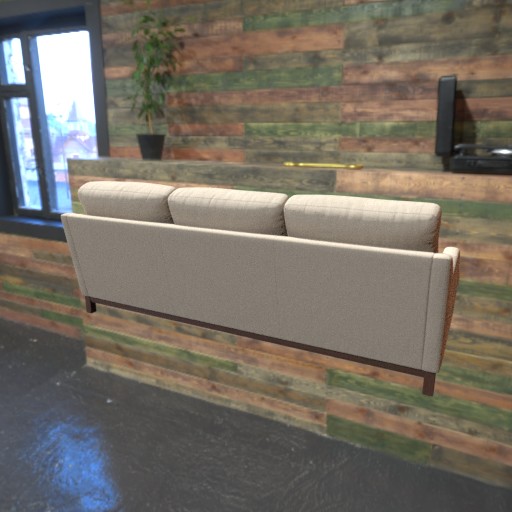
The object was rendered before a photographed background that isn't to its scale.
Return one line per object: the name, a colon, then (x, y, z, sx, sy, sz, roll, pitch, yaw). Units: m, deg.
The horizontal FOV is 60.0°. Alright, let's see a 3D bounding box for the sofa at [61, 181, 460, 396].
sofa: (0.000, 0.000, 2.795, 2.321, 0.913, 1.000, 8, 17, 26)
